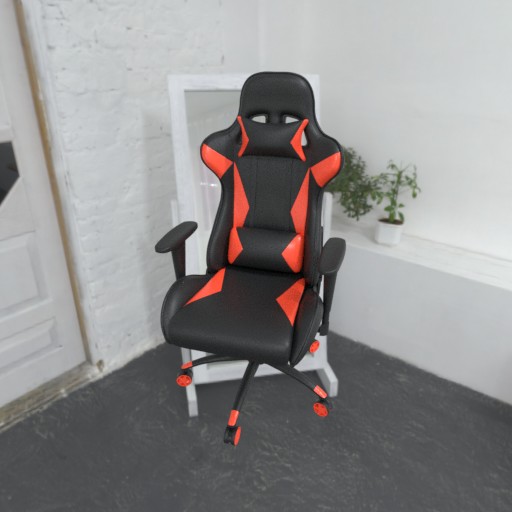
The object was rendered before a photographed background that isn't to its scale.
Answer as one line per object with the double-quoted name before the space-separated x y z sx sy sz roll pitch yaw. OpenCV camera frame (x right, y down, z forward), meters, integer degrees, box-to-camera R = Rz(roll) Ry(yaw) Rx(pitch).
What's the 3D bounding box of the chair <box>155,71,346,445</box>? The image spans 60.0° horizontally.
"chair" 0.000 0.000 1.702 0.695 1.282 0.730 7 27 15
